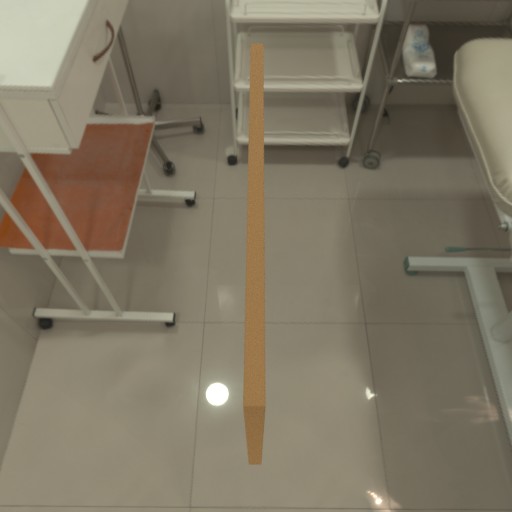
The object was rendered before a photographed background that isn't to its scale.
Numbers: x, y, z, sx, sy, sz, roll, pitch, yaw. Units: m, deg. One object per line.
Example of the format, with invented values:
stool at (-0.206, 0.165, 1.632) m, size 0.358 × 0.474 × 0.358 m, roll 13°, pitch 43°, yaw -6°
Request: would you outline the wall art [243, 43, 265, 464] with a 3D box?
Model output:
wall art at (0.000, 0.000, 1.156) m, size 0.033 × 0.608 × 0.915 m, roll 0°, pitch 57°, yaw 0°
